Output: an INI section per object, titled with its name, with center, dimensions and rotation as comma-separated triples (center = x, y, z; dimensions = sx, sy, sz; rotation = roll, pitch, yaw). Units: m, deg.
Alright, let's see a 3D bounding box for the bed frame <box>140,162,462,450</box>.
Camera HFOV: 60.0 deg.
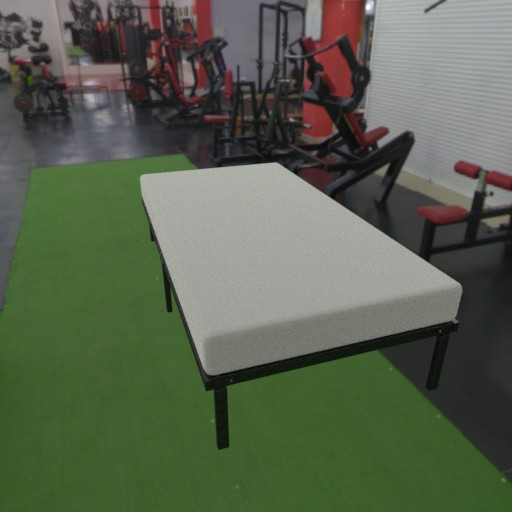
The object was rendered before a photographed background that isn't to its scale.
[bed frame]
center = 0.000, 0.000, 3.310
dimensions = 1.393, 0.680, 2.635
rotation = -9, 28, -17
